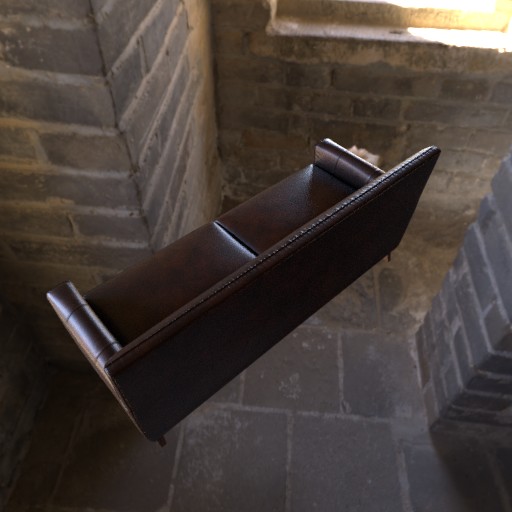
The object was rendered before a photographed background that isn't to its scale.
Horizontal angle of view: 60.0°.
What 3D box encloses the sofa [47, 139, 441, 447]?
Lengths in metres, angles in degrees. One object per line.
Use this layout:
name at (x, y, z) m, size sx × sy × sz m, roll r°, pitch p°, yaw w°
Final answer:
sofa at (0.000, 0.000, 2.431) m, size 1.995 × 0.871 × 0.786 m, roll -33°, pitch 55°, yaw -27°
